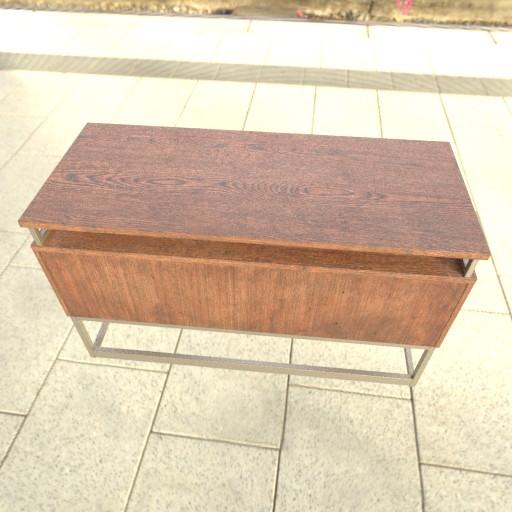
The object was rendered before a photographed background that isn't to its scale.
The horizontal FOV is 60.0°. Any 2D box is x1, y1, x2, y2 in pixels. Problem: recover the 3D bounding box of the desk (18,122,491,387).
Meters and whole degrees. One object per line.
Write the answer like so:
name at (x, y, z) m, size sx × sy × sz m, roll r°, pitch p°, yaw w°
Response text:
desk at (0.000, 0.000, 1.783) m, size 1.384 × 0.792 × 0.610 m, roll 4°, pitch 46°, yaw 4°
